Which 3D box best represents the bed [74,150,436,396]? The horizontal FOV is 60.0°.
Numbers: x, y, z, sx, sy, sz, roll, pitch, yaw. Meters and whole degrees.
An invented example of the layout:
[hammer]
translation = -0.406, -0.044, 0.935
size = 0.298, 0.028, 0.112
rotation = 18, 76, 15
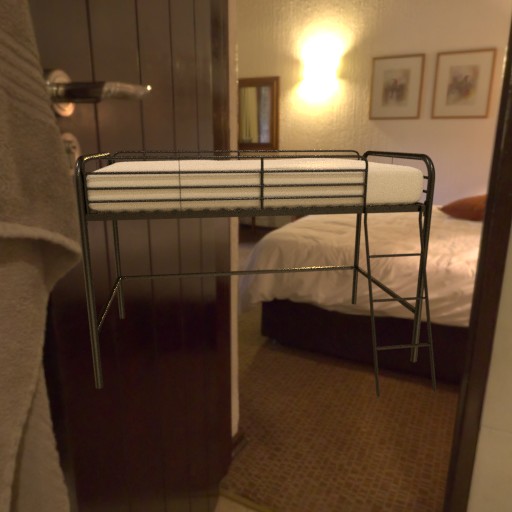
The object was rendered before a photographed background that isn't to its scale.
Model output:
[bed]
translation = 0.000, 0.000, 2.854
size = 1.968, 1.289, 1.393
rotation = -2, 15, -9
